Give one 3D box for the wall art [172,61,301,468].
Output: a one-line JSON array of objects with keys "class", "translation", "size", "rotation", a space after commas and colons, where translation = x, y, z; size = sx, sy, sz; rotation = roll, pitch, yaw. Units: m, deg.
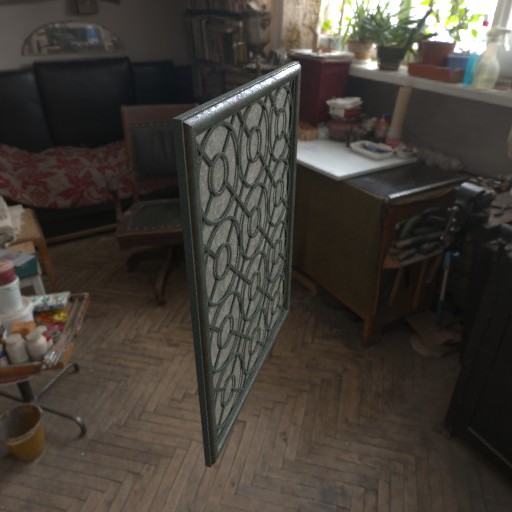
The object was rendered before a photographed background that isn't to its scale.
[{"class": "wall art", "translation": [0.000, 0.000, 1.326], "size": [0.030, 0.983, 0.767], "rotation": [11, 33, 17]}]
